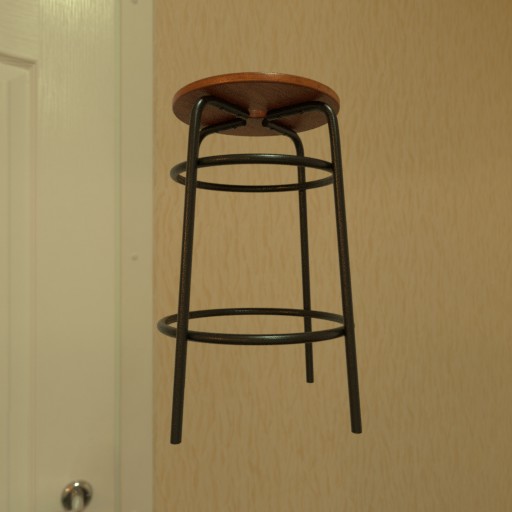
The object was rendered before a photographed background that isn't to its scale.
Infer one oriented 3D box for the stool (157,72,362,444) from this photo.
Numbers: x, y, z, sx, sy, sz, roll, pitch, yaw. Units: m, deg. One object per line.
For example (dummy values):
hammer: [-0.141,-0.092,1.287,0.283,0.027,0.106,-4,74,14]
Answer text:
stool: [0.000,0.000,0.900,0.455,0.610,0.455,0,0,37]
